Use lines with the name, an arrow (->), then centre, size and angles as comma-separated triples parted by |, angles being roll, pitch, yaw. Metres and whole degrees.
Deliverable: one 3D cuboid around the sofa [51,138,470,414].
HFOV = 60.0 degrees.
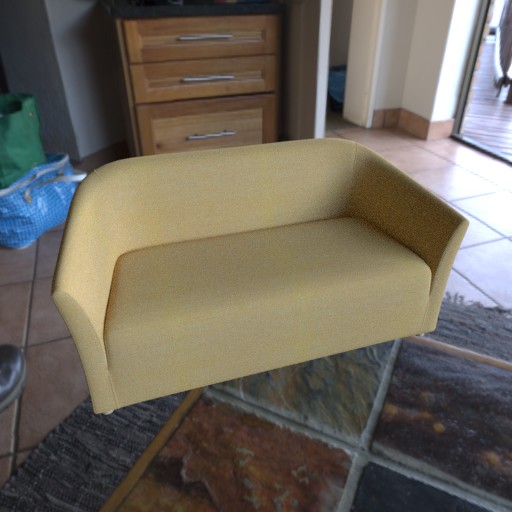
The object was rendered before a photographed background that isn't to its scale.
sofa -> 0.000, 0.000, 1.837 | 1.452, 0.721, 0.705 | -10, 33, -15
